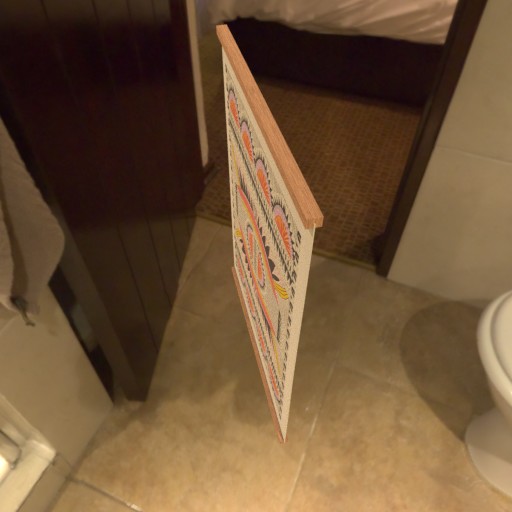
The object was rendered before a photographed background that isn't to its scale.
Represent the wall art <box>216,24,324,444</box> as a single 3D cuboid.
[{"bbox_3d":[0.000,0.000,1.313,0.028,1.016,0.765,-11,50,-9],"label":"wall art"}]
